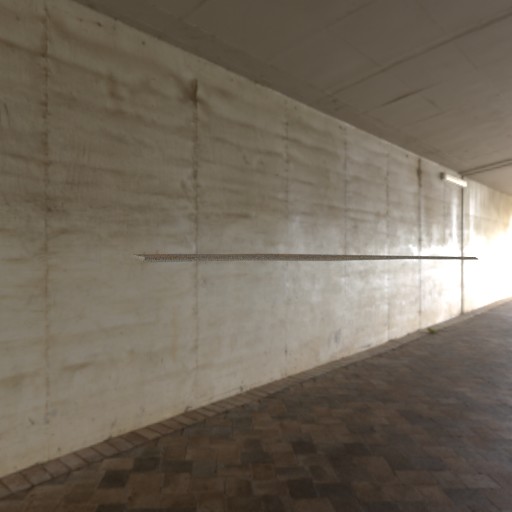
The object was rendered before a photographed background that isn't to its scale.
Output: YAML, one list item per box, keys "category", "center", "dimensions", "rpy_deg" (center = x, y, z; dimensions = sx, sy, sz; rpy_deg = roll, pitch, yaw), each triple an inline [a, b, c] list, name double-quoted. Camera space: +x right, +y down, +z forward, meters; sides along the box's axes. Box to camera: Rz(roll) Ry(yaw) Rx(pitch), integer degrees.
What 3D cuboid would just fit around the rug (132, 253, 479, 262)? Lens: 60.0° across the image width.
- category: "rug"
  center: [0.000, 0.000, 3.865]
  dimensions: [2.043, 0.026, 2.901]
  rpy_deg: [0, 1, -17]
